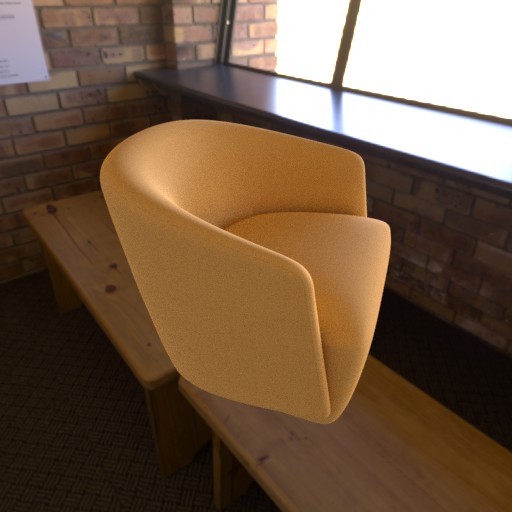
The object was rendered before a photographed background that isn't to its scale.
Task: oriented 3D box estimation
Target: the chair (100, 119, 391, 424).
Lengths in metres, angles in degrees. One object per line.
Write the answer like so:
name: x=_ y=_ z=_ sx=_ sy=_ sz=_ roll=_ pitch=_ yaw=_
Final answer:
chair: x=0.000 y=0.000 z=1.352 sx=0.767 sy=0.698 sz=0.773 roll=11 pitch=33 yaw=17
